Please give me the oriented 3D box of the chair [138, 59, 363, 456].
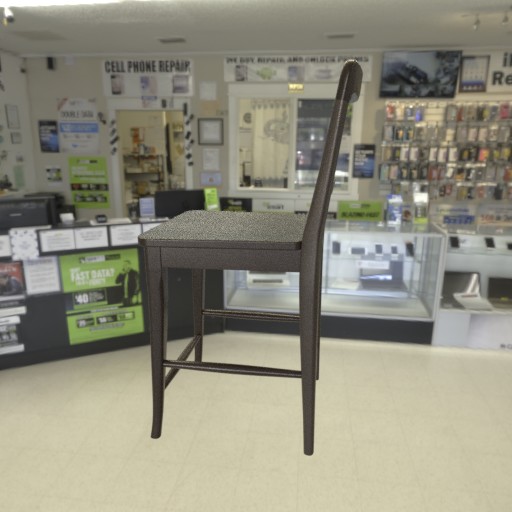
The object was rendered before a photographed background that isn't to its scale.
[{"bbox_3d":[0.000,0.000,1.291,0.546,0.991,0.450,3,15,10],"label":"chair"}]
